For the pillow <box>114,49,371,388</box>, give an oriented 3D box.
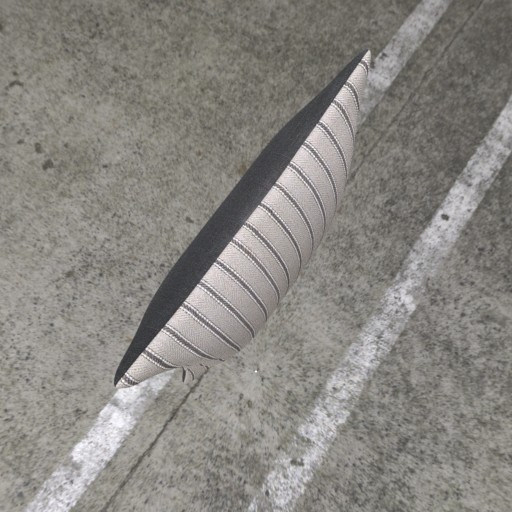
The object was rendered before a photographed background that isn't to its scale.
[{"bbox_3d":[0.000,0.000,0.678,0.138,0.444,0.468,34,78,8],"label":"pillow"}]
